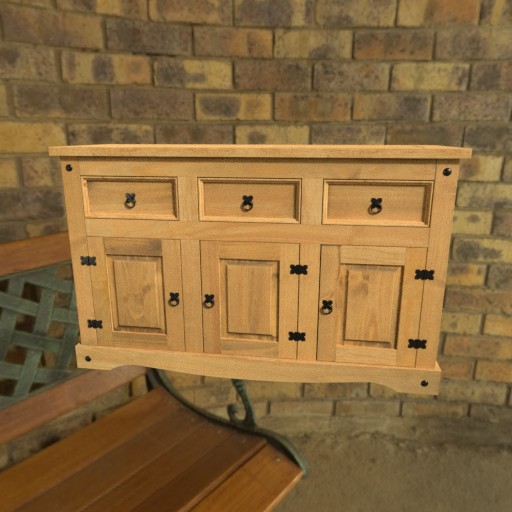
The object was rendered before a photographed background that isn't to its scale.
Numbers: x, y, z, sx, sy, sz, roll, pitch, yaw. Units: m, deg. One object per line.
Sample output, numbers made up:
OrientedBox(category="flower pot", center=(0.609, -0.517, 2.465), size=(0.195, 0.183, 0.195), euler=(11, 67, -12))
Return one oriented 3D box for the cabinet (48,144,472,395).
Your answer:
OrientedBox(category="cabinet", center=(0.000, 0.000, 1.682), size=(1.321, 0.810, 0.432), euler=(2, 15, 8))
